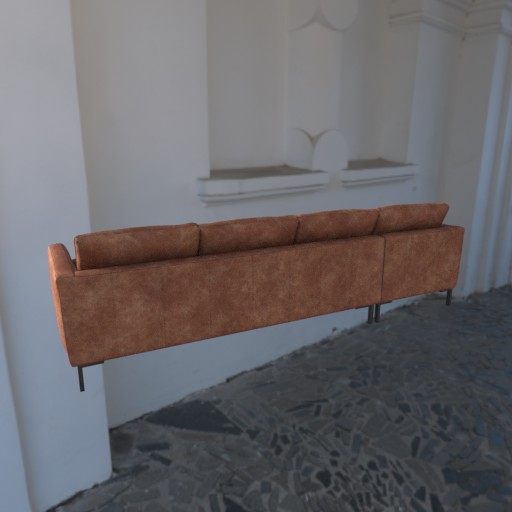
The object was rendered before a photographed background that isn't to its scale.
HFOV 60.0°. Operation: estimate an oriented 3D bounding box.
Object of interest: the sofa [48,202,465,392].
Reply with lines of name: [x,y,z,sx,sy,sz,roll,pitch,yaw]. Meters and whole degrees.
sofa: [0.000,0.000,3.535,2.993,0.859,1.471,-7,16,-26]
